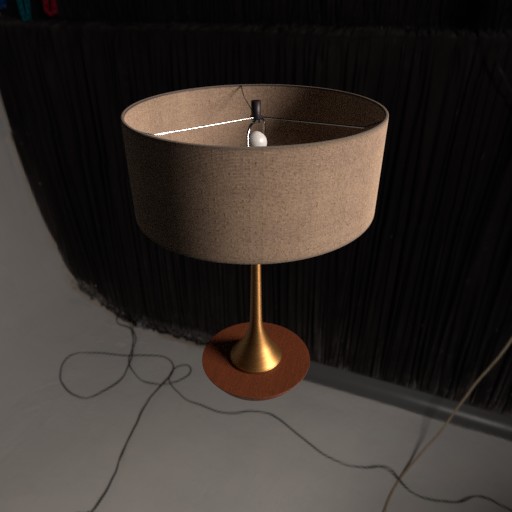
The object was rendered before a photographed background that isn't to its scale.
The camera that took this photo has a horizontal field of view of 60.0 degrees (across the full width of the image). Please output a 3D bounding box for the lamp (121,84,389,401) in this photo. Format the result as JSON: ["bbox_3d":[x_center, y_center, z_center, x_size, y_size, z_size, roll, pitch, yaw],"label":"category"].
[{"bbox_3d":[0.000,0.000,0.817,0.396,0.551,0.417,11,32,18],"label":"lamp"}]
